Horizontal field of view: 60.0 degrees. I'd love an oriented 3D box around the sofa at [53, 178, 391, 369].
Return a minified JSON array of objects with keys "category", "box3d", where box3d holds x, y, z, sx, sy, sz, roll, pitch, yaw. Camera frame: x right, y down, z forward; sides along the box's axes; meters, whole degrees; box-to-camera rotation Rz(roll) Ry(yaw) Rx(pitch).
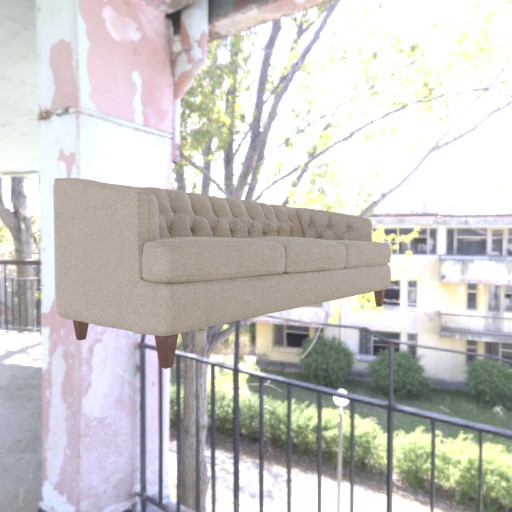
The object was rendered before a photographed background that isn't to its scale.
[{"category":"sofa","box3d":[0.000,0.000,2.719,0.913,0.788,2.235,1,2,37]}]
